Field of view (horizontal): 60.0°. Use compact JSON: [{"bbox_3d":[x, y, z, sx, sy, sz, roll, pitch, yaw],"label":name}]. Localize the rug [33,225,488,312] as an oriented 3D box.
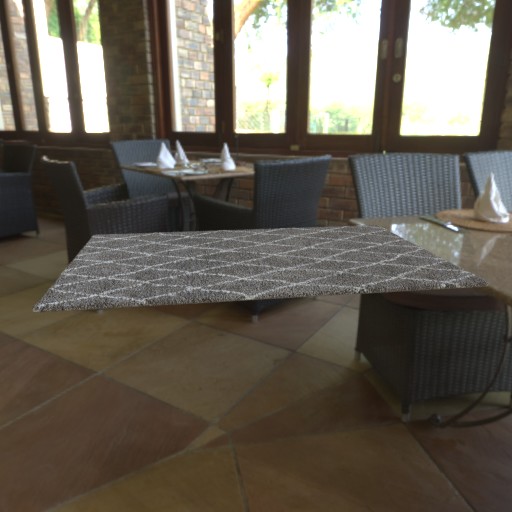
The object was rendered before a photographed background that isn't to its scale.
[{"bbox_3d":[0.000,0.000,3.047,2.438,0.030,1.524,-2,17,-8],"label":"rug"}]
